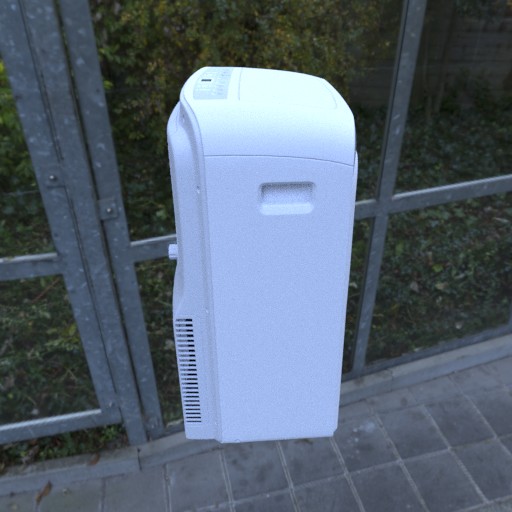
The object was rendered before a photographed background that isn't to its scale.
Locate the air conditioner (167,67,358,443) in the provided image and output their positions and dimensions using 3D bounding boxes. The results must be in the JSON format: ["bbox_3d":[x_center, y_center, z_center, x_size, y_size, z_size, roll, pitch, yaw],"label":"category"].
[{"bbox_3d":[0.000,0.000,0.936,0.365,0.700,0.454,0,31,-1],"label":"air conditioner"}]
